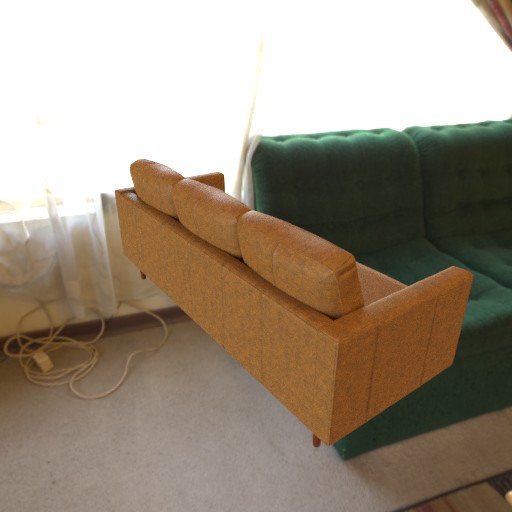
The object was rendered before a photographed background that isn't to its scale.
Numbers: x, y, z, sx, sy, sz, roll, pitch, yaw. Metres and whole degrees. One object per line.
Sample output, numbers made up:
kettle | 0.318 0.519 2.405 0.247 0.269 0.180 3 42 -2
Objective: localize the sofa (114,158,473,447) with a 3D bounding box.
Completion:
sofa | 0.000 0.000 2.696 0.903 0.930 2.231 -17 31 -32
